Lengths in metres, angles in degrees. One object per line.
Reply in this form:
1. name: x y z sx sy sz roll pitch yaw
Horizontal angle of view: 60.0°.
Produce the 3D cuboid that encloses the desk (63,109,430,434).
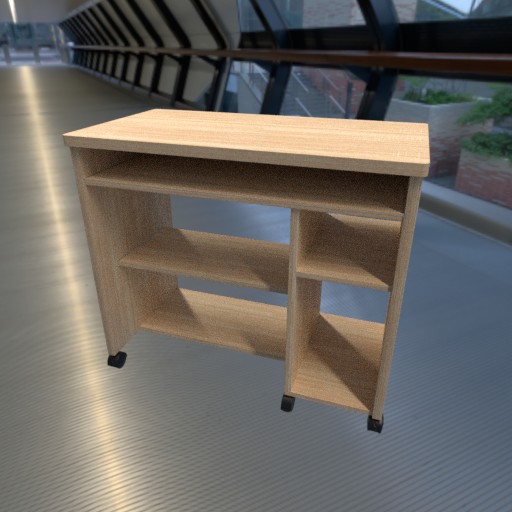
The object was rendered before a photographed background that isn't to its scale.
1. desk: 0.000 0.000 1.371 0.884 0.770 0.480 9 28 17
